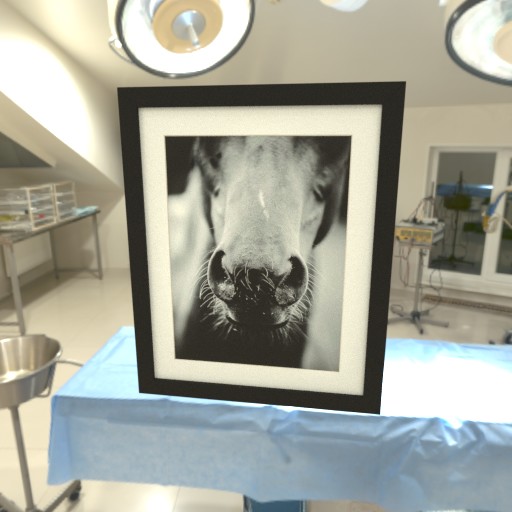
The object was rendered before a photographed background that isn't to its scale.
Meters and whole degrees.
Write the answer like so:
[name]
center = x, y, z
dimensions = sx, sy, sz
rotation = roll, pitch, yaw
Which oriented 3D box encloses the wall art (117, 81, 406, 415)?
[wall art]
center = 0.000, 0.000, 0.559
dimensions = 0.329, 0.404, 0.024
rotation = 2, 14, 9
